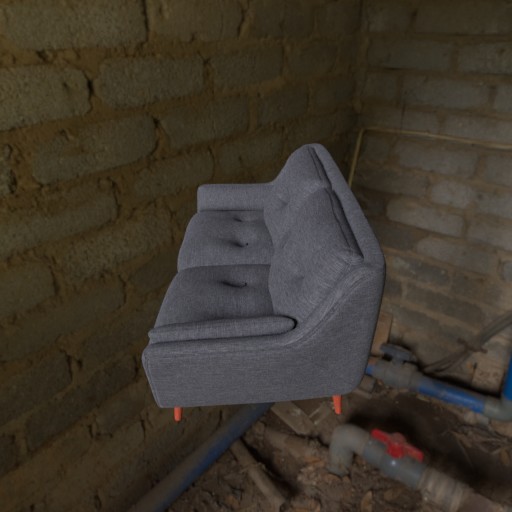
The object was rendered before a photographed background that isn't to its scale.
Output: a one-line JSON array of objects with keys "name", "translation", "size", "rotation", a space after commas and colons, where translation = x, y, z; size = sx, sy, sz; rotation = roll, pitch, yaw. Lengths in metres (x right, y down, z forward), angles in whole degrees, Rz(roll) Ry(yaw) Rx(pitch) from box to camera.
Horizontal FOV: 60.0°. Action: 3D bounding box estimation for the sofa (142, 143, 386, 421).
[{"name": "sofa", "translation": [0.000, 0.000, 2.529], "size": [0.975, 0.896, 1.929], "rotation": [0, 28, 0]}]
